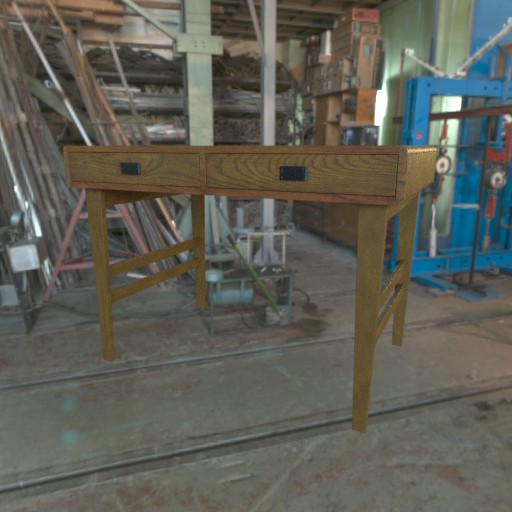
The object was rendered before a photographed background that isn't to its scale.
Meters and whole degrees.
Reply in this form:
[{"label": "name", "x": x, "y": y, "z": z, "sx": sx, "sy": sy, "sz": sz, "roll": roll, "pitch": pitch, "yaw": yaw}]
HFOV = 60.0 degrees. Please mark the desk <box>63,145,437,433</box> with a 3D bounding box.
[{"label": "desk", "x": 0.000, "y": 0.000, "z": 1.563, "sx": 1.066, "sy": 0.754, "sz": 0.660, "roll": 7, "pitch": 15, "yaw": 26}]
